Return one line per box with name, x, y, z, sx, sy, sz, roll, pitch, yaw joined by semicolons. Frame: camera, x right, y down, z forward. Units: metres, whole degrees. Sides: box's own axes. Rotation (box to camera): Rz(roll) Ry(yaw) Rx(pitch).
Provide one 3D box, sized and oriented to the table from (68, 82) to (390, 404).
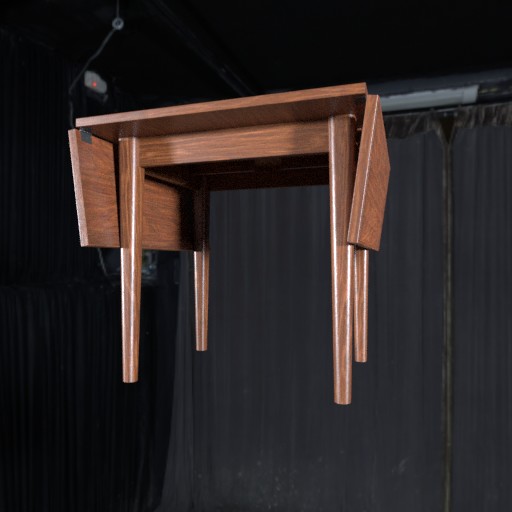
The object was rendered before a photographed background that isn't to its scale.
table;0.000;0.000;1.488;0.843;0.763;0.812;0;-1;19
